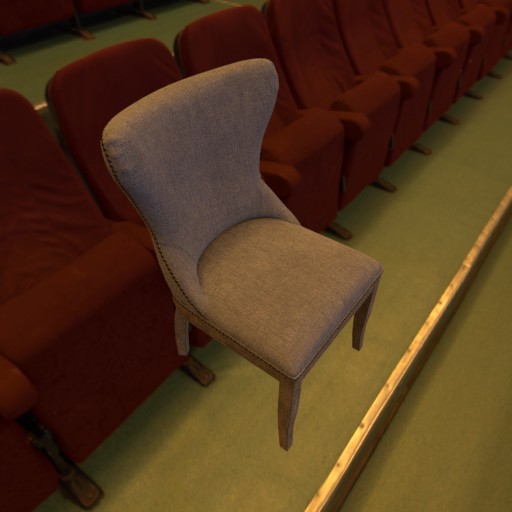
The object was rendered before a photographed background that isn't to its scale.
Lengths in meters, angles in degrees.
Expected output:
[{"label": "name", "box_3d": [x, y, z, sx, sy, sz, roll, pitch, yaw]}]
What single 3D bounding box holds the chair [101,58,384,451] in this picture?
[{"label": "chair", "box_3d": [0.000, 0.000, 1.438, 0.681, 1.002, 0.654, 28, 49, 27]}]
